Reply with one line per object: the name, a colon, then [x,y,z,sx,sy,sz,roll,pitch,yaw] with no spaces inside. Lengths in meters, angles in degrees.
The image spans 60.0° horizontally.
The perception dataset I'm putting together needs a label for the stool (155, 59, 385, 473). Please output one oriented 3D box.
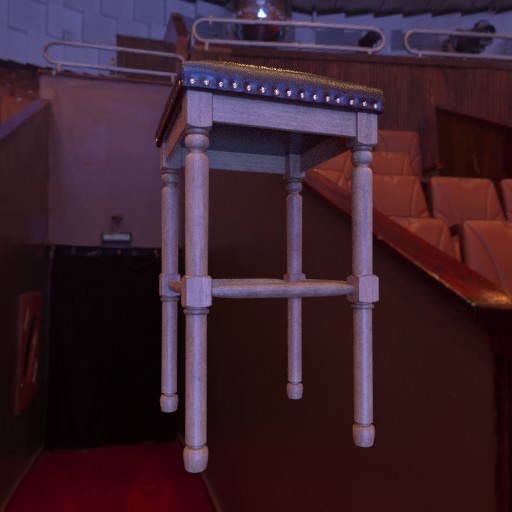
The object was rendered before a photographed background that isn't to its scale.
stool: [0.000,0.000,0.931,0.382,0.702,0.383,1,-2,-19]
